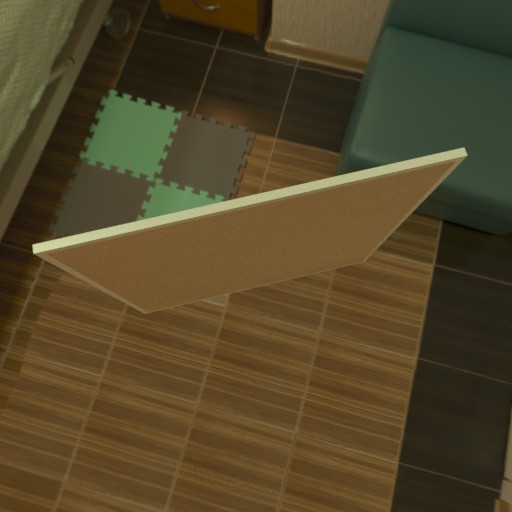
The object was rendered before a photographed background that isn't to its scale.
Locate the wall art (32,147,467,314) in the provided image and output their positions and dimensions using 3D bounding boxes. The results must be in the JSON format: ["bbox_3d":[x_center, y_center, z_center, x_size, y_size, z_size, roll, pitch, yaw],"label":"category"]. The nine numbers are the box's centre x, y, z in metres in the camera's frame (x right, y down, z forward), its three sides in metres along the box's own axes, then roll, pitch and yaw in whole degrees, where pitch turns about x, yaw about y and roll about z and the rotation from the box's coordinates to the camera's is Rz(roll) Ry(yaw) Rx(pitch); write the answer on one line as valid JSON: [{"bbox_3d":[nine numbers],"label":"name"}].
[{"bbox_3d":[0.000,0.000,0.824,0.557,0.557,0.012,-13,76,-3],"label":"wall art"}]
